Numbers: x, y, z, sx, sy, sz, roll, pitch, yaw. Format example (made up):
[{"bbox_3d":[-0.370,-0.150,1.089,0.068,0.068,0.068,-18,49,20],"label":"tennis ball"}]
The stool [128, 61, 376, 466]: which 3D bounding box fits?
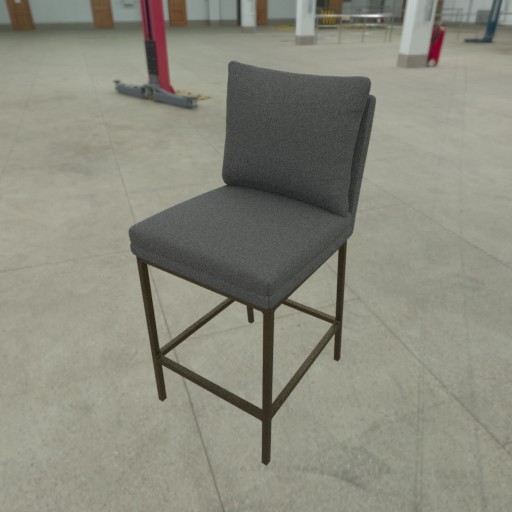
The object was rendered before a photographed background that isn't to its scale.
[{"bbox_3d":[0.000,0.000,1.345,0.463,1.030,0.569,19,36,29],"label":"stool"}]
